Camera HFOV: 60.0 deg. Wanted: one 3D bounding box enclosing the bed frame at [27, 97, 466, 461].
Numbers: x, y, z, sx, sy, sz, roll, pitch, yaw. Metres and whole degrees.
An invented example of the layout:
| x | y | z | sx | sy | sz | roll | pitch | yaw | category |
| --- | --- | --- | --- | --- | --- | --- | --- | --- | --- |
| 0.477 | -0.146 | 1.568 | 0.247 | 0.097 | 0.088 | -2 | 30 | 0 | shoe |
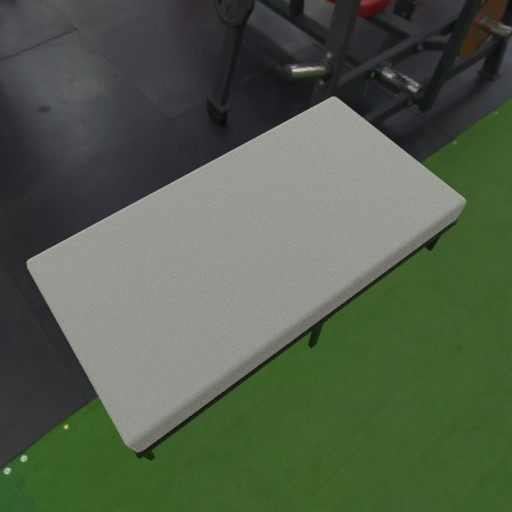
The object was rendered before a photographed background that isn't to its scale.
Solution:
| x | y | z | sx | sy | sz | roll | pitch | yaw | category |
| --- | --- | --- | --- | --- | --- | --- | --- | --- | --- |
| 0.000 | 0.000 | 3.174 | 2.635 | 0.680 | 1.393 | -33 | 64 | -18 | bed frame |
